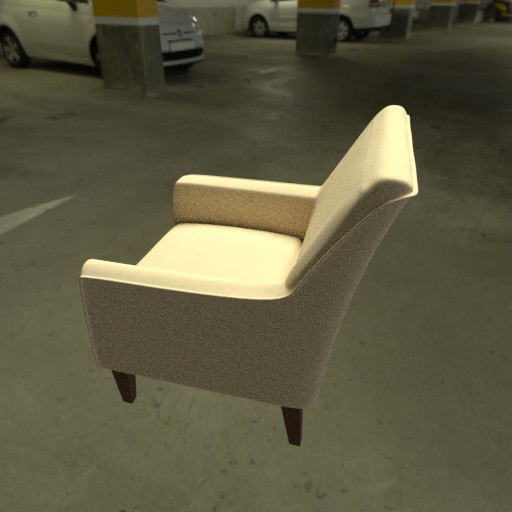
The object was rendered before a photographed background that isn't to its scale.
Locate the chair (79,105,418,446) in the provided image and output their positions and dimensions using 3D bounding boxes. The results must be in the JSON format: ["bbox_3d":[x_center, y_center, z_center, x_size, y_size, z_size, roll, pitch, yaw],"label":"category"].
[{"bbox_3d":[0.000,0.000,1.542,0.899,0.919,0.780,8,31,13],"label":"chair"}]
